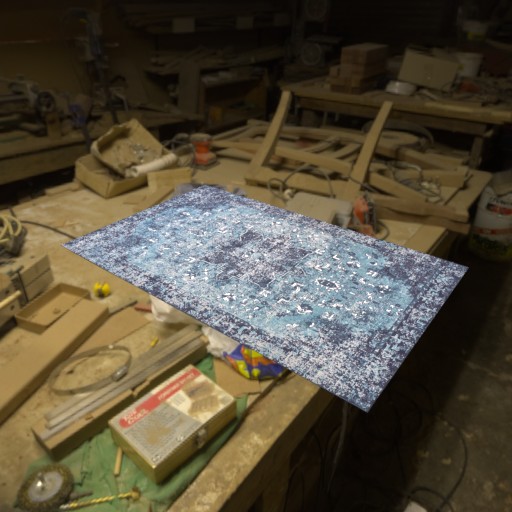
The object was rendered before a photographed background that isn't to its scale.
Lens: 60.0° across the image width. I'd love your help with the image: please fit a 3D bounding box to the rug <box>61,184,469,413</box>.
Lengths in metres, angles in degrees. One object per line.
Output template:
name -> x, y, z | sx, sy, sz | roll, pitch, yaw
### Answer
rug -> 0.000, 0.000, 3.107 | 2.440, 0.007, 1.525 | 22, 37, 32
